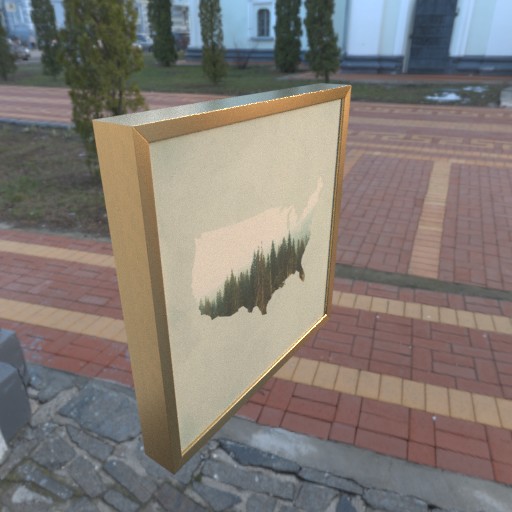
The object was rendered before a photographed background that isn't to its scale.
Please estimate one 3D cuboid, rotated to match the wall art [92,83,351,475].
[{"bbox_3d":[0.000,0.000,0.450,0.038,0.304,0.304,18,31,31],"label":"wall art"}]
